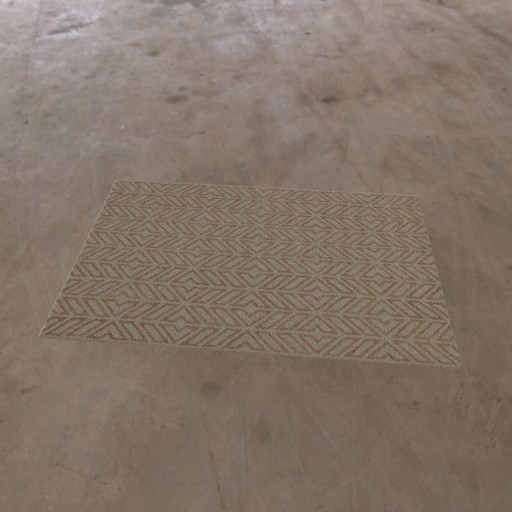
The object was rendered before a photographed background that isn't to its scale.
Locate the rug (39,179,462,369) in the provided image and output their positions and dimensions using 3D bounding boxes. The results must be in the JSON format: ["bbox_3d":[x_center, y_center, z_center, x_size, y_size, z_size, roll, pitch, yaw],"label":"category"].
[{"bbox_3d":[0.000,0.000,3.049,2.438,0.008,1.523,4,47,3],"label":"rug"}]
